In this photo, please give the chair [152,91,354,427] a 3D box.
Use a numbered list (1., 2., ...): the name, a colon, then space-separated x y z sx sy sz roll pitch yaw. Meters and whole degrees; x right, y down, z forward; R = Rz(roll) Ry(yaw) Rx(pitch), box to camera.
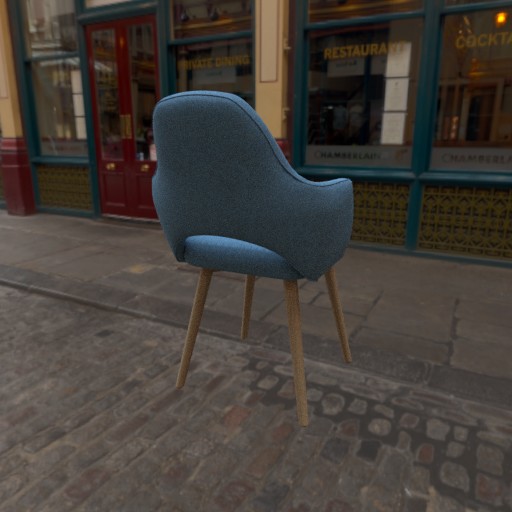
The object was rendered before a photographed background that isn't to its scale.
1. chair: 0.000 0.000 1.399 0.589 0.920 0.666 7 16 27
